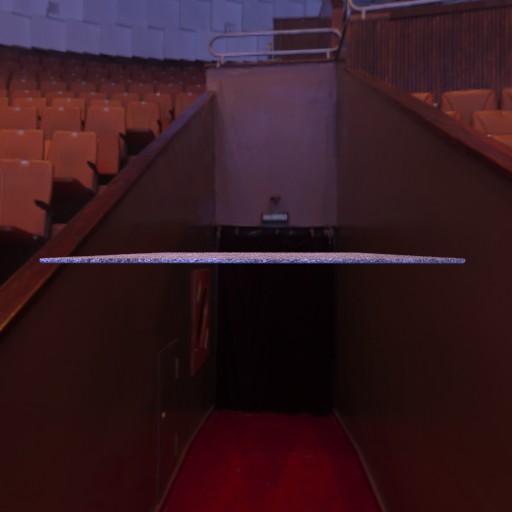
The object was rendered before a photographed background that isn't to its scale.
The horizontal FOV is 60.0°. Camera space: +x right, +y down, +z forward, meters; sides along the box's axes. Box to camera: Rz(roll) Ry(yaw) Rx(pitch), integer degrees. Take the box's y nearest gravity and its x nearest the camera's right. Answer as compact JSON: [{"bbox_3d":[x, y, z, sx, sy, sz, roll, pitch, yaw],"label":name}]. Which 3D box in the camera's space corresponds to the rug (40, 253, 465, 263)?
[{"bbox_3d":[0.000,0.000,3.987,2.401,0.025,3.000,0,1,1],"label":"rug"}]
